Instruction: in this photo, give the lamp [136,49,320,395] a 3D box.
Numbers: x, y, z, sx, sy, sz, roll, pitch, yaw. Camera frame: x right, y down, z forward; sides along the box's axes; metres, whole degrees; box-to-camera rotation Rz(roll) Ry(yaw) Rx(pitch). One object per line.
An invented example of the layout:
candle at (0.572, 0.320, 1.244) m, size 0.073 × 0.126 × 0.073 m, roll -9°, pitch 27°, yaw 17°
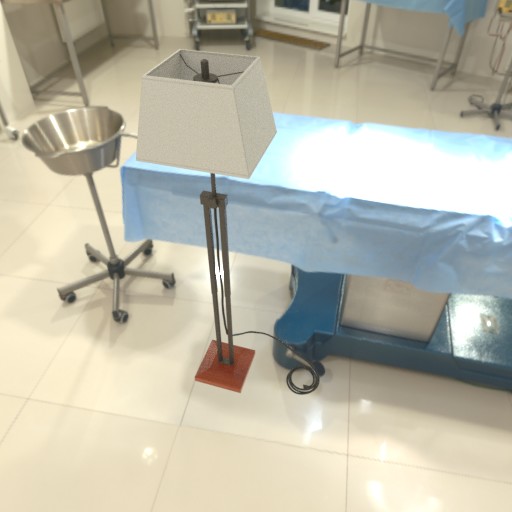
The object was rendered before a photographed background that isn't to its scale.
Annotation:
lamp at (0.000, 0.000, 2.009) m, size 0.745 × 1.712 × 0.472 m, roll 12°, pitch 43°, yaw 13°
